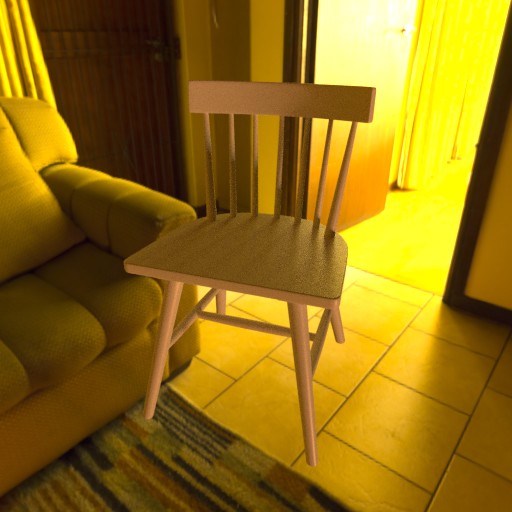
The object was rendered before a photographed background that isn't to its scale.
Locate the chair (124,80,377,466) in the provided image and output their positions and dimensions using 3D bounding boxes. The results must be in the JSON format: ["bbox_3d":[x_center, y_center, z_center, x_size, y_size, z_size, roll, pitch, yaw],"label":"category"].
[{"bbox_3d":[0.000,0.000,1.119,0.483,0.787,0.500,9,28,17],"label":"chair"}]
